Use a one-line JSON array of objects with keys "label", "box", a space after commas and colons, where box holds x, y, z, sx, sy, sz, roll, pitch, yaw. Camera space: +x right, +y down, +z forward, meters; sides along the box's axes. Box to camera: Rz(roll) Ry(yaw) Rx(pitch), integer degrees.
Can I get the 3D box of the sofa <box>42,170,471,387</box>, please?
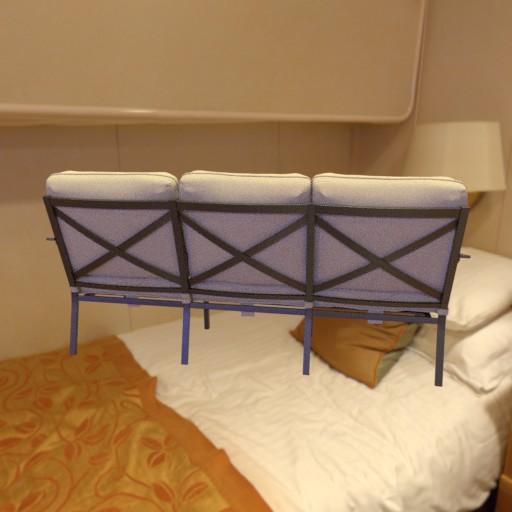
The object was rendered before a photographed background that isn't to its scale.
[{"label": "sofa", "box": [0.000, 0.000, 2.155, 1.740, 0.860, 0.787, 3, 16, 9]}]
